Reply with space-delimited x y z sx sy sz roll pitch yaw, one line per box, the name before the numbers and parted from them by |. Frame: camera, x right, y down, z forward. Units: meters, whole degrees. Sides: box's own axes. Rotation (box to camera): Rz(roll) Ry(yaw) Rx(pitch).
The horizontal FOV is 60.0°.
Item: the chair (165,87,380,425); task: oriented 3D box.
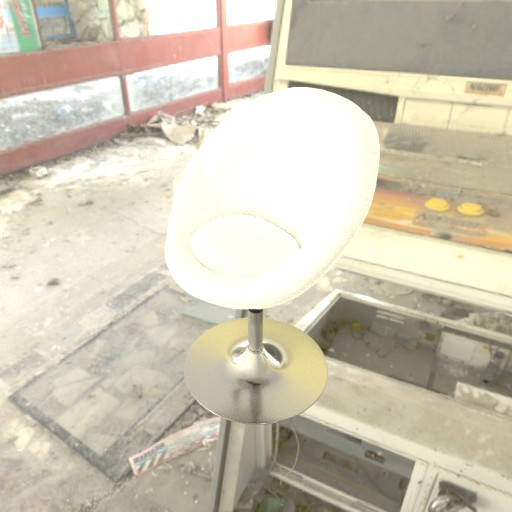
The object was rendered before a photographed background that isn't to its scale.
chair | 0.000 0.000 1.857 0.736 1.261 0.940 -21 38 -31
